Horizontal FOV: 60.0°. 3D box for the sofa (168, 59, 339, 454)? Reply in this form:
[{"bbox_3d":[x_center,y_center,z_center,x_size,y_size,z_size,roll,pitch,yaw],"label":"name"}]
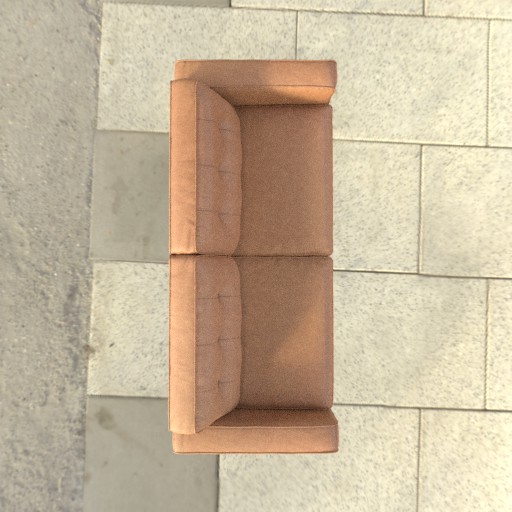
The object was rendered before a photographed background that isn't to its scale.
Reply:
[{"bbox_3d":[0.000,0.000,2.688,0.953,0.780,2.270,0,89,0],"label":"sofa"}]
